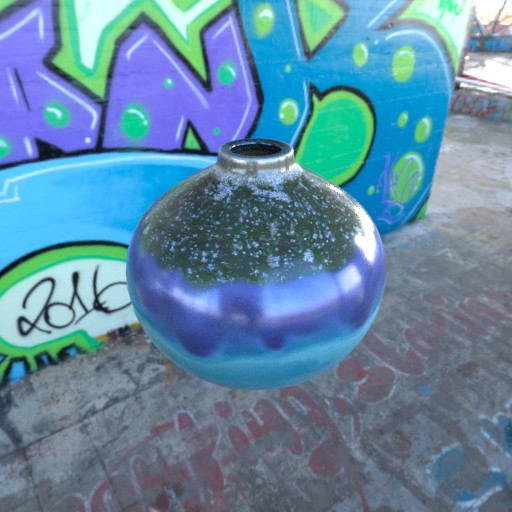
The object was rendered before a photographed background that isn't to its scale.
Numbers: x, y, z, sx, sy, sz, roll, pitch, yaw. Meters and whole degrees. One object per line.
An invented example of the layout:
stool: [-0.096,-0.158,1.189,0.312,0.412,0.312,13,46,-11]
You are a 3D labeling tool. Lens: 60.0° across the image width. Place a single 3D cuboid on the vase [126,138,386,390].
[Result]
vase: [0.000,0.000,0.269,0.154,0.133,0.154,0,30,0]
